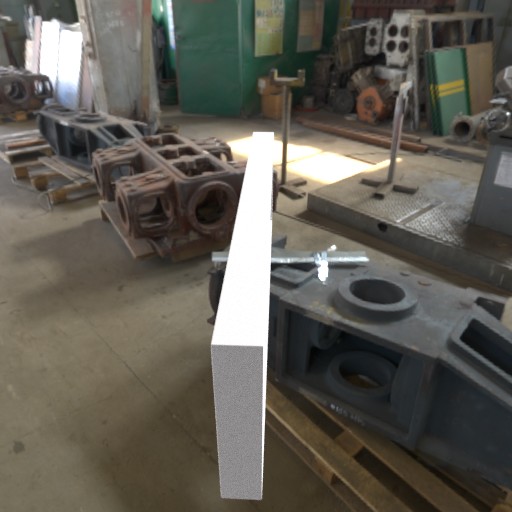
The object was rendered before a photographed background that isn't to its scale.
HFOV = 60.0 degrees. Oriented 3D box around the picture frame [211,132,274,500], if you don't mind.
[{"bbox_3d":[0.000,0.000,0.810,0.050,0.250,0.759,1,31,2],"label":"picture frame"}]
